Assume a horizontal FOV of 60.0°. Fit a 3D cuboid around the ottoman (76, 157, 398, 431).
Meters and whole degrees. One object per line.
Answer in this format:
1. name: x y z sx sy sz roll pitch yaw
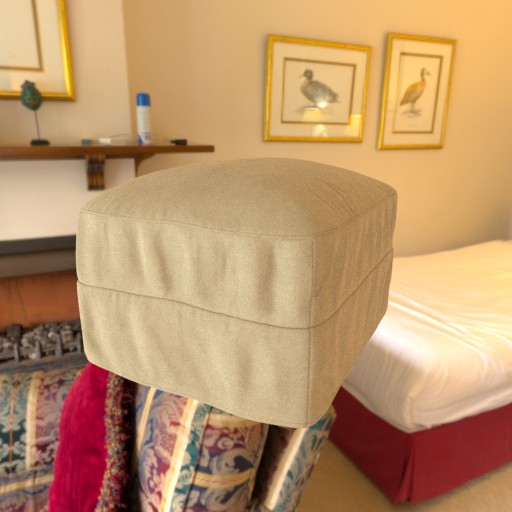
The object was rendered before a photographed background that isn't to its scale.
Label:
1. ottoman: 0.000 0.000 1.119 0.584 0.480 0.712 8 18 26
